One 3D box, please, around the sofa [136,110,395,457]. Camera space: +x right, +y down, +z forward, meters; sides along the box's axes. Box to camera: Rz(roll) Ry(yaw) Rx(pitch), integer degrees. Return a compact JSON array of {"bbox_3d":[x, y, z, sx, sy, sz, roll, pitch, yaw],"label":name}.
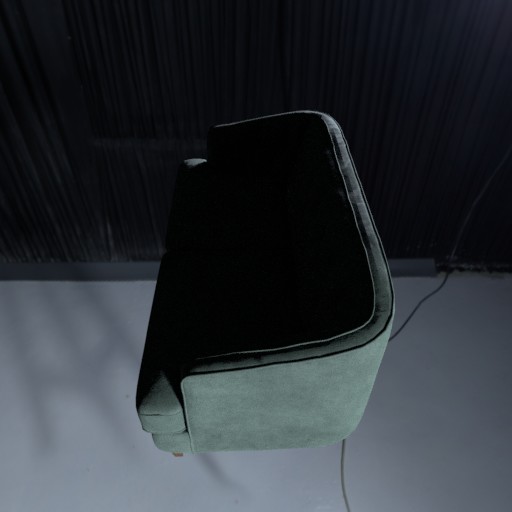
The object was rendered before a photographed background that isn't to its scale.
[{"bbox_3d":[0.000,0.000,2.223,0.941,0.855,1.733,-1,43,-1],"label":"sofa"}]
